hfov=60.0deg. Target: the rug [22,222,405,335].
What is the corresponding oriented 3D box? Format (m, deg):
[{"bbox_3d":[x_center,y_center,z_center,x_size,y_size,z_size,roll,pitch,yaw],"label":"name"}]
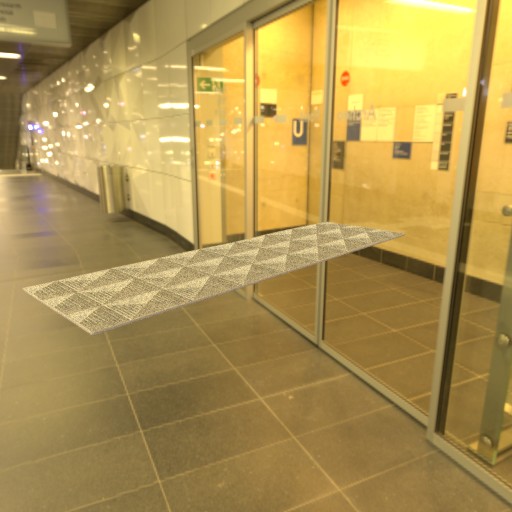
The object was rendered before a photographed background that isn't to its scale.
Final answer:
[{"bbox_3d":[0.000,0.000,2.412,0.645,0.015,2.182,14,21,43],"label":"rug"}]
